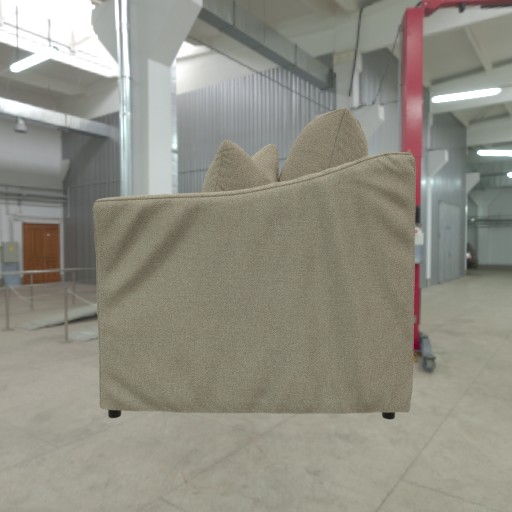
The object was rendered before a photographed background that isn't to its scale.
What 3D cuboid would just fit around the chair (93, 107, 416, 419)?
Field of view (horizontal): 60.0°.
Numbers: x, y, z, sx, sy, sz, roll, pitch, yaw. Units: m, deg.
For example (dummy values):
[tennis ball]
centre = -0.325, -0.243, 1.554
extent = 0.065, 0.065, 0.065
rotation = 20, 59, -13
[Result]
[chair]
centre = 0.000, 0.000, 2.019
extent = 1.071, 1.093, 1.194
rotation = 0, 2, 1
